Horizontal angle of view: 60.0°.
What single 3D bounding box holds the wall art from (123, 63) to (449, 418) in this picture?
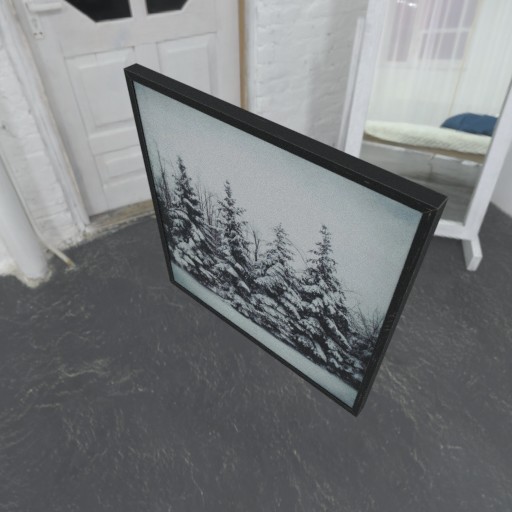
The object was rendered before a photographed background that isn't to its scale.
[{"bbox_3d":[0.000,0.000,1.131,0.761,0.761,0.037,31,54,26],"label":"wall art"}]
